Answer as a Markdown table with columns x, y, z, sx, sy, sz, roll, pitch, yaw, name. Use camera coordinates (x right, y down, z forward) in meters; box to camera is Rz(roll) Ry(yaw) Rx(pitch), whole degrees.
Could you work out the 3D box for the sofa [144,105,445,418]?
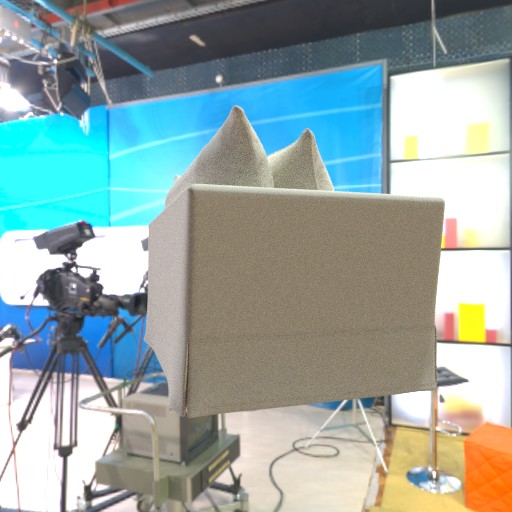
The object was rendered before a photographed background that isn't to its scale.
| x | y | z | sx | sy | sz | roll | pitch | yaw | name |
| --- | --- | --- | --- | --- | --- | --- | --- | --- | --- |
| 0.000 | 0.000 | 2.262 | 1.026 | 1.039 | 1.608 | 0 | -1 | -18 | sofa |
